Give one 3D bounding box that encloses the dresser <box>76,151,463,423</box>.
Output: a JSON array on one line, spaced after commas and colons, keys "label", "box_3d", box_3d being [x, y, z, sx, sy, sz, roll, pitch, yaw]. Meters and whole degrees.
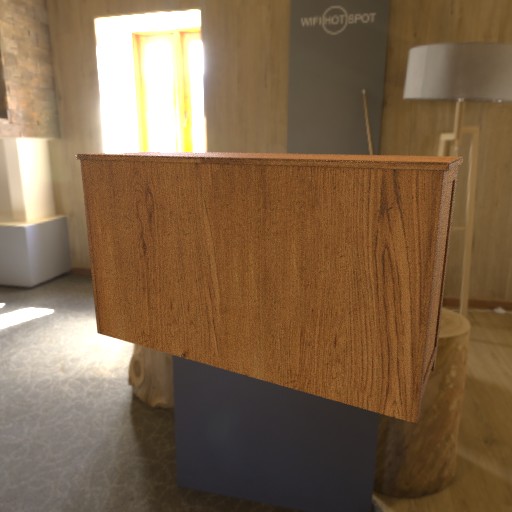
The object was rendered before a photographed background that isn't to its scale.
[{"label": "dresser", "box_3d": [0.000, 0.000, 2.098, 1.657, 0.932, 0.563, 8, 17, 27]}]
